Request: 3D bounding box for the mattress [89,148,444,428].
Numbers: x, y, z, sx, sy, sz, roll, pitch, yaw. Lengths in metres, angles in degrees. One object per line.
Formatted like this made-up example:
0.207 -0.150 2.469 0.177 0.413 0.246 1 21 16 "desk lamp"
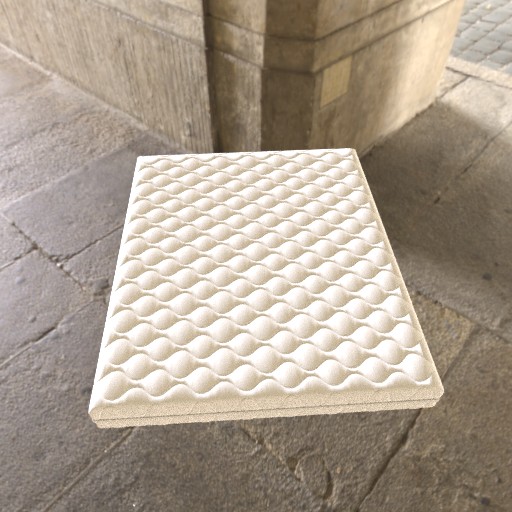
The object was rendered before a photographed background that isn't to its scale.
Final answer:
0.000 0.000 2.650 1.600 0.200 1.900 -3 48 -2 "mattress"
